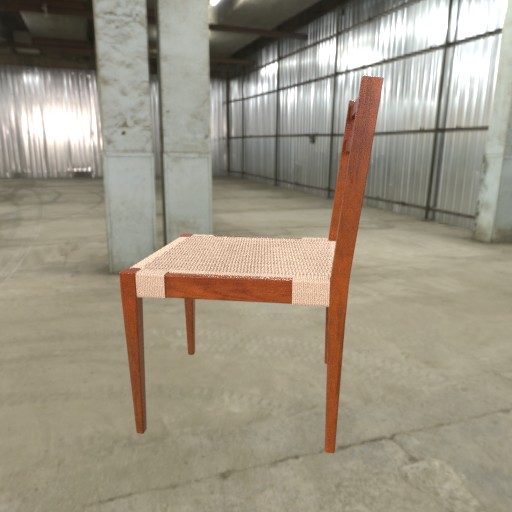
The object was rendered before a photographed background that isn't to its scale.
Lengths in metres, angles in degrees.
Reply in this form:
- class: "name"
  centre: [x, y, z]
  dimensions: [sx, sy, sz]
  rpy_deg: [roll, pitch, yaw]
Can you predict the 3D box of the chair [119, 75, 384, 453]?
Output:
- class: "chair"
  centre: [0.000, 0.000, 1.225]
  dimensions: [0.569, 0.851, 0.495]
  rpy_deg: [2, 14, 8]
